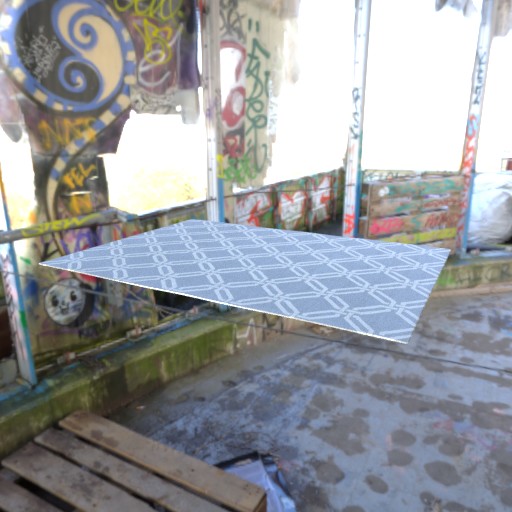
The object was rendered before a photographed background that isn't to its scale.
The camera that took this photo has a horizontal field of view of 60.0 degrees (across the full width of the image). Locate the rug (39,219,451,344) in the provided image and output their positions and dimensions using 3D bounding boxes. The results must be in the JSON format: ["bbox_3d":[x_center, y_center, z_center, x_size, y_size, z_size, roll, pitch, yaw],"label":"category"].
[{"bbox_3d":[0.000,0.000,2.796,2.133,0.013,1.522,9,18,27],"label":"rug"}]
